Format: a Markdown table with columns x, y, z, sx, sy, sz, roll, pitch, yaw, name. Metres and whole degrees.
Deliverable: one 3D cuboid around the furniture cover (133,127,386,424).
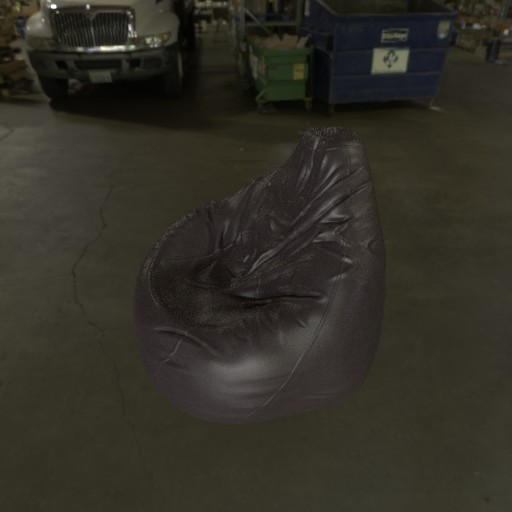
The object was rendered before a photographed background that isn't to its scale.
| x | y | z | sx | sy | sz | roll | pitch | yaw | name |
| --- | --- | --- | --- | --- | --- | --- | --- | --- | --- |
| 0.000 | 0.000 | 1.849 | 1.070 | 0.990 | 1.070 | -9 | 33 | -15 | furniture cover |
